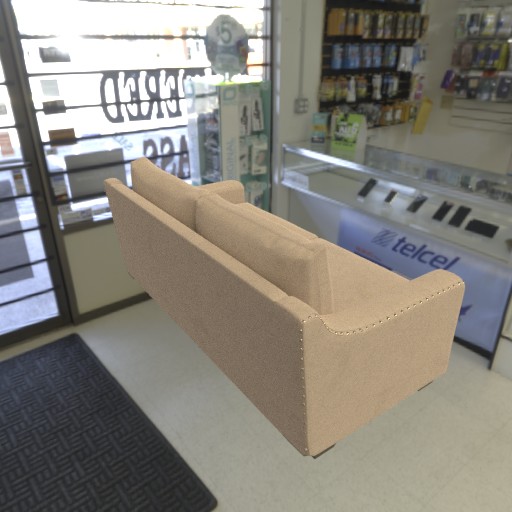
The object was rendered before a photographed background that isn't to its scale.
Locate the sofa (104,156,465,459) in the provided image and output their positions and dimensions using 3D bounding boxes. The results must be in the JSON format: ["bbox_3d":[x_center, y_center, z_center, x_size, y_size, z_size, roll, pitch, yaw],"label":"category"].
[{"bbox_3d":[0.000,0.000,2.525,1.030,0.901,1.967,-17,31,-31],"label":"sofa"}]
